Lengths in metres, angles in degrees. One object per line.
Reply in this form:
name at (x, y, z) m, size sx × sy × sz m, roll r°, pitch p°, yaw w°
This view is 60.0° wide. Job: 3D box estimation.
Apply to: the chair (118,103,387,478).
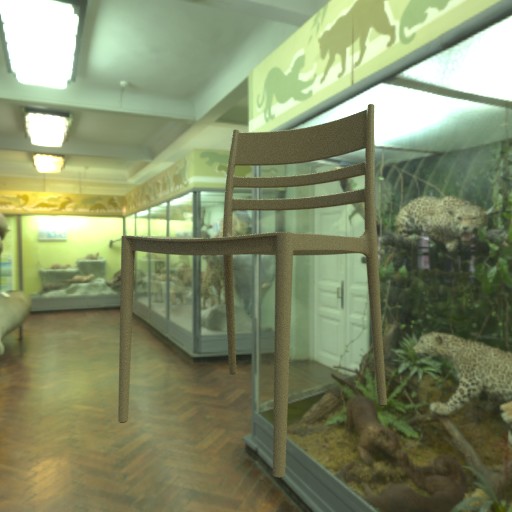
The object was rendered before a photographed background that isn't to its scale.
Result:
chair at (0.000, 0.000, 1.139) m, size 0.531 × 0.800 × 0.511 m, roll 1°, pitch 1°, yaw 35°
